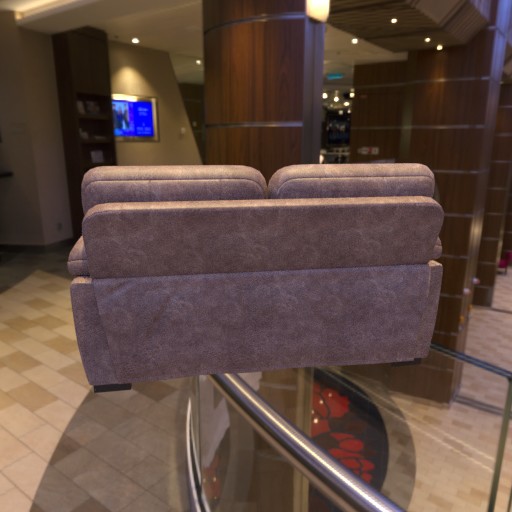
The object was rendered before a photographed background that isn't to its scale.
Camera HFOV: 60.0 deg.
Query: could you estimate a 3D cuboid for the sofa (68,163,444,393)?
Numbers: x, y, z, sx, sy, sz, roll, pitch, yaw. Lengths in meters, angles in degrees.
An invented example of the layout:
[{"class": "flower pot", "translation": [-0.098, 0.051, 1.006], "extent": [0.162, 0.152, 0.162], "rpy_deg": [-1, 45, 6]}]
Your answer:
[{"class": "sofa", "translation": [0.000, 0.000, 2.365], "extent": [1.753, 0.991, 0.991], "rpy_deg": [-2, 15, -9]}]
